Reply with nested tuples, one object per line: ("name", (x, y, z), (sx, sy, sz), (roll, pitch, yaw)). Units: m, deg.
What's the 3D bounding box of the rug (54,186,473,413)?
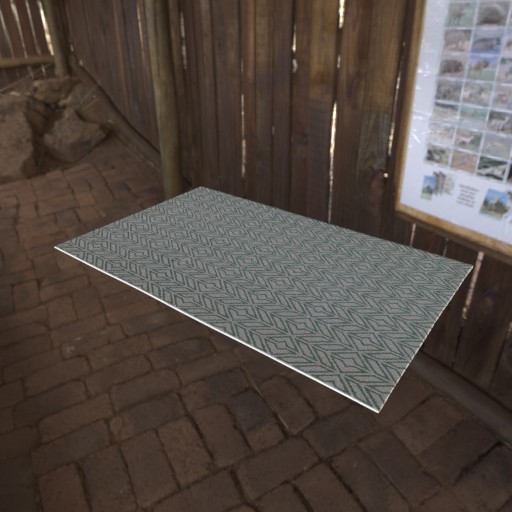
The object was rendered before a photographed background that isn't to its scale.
("rug", (0.000, 0.000, 3.022), (2.435, 0.011, 1.517), (20, 35, 32))
